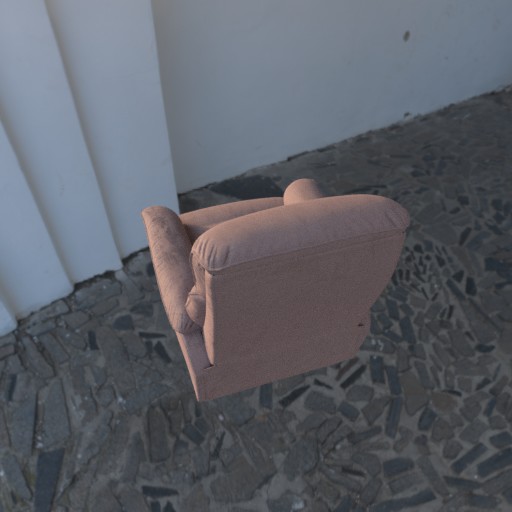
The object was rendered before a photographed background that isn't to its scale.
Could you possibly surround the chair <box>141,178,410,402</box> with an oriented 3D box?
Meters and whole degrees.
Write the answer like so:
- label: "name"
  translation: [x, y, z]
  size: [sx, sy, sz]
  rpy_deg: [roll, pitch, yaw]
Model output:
- label: "chair"
  translation: [0.000, 0.000, 1.805]
  size: [0.820, 1.037, 1.004]
  rpy_deg: [-12, 44, -13]
